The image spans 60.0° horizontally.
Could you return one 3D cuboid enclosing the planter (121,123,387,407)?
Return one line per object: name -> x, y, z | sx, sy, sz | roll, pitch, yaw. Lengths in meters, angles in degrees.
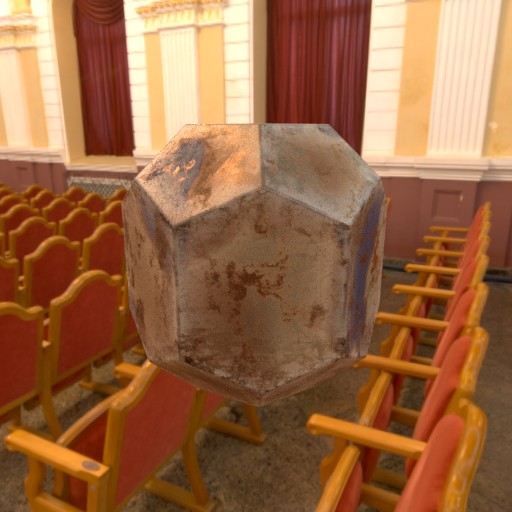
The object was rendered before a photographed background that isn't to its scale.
planter -> 0.000, 0.000, 0.419 | 0.221, 0.238, 0.243 | 8, 17, 27
